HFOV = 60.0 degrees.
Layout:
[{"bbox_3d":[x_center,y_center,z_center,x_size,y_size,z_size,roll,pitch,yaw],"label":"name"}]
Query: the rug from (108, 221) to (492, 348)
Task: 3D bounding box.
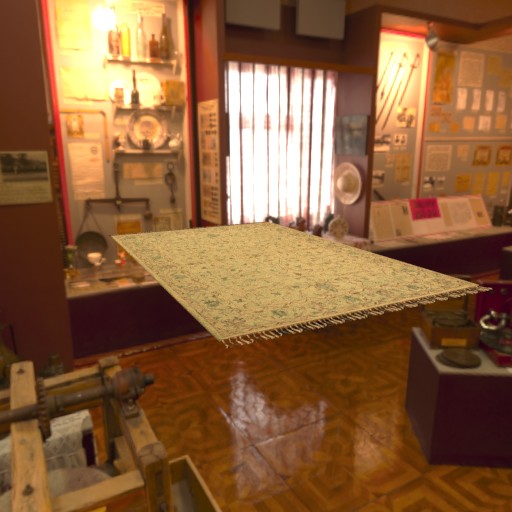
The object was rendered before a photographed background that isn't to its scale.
[{"bbox_3d":[0.000,0.000,3.020,1.544,0.010,2.435,-7,16,-27],"label":"rug"}]
